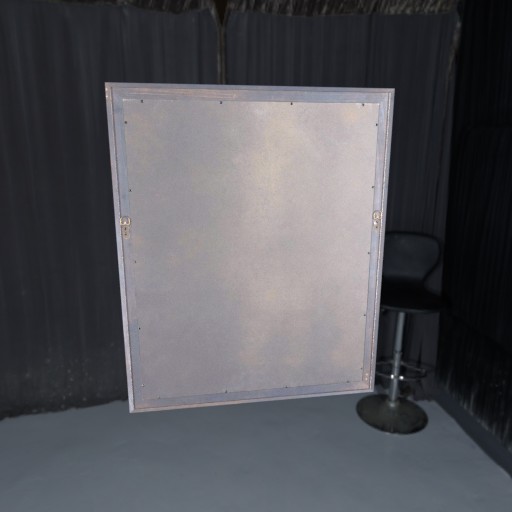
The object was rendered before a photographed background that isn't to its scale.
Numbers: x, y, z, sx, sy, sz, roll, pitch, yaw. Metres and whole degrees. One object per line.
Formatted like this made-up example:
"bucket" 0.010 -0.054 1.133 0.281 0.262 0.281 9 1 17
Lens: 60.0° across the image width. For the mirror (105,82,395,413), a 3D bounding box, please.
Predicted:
"mirror" 0.000 0.000 1.225 0.730 0.882 0.032 -2 14 -9
